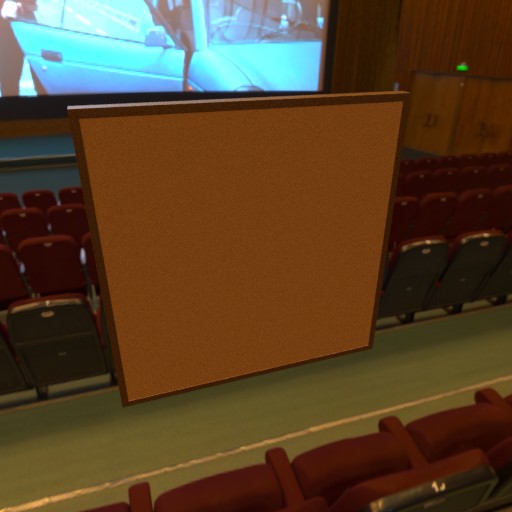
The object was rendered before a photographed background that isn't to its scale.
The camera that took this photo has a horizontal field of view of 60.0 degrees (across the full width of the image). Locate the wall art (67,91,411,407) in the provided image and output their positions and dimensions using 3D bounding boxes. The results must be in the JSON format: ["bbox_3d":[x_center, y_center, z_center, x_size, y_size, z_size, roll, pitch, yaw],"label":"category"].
[{"bbox_3d":[0.000,0.000,1.130,0.762,0.762,0.038,-9,28,-17],"label":"wall art"}]
